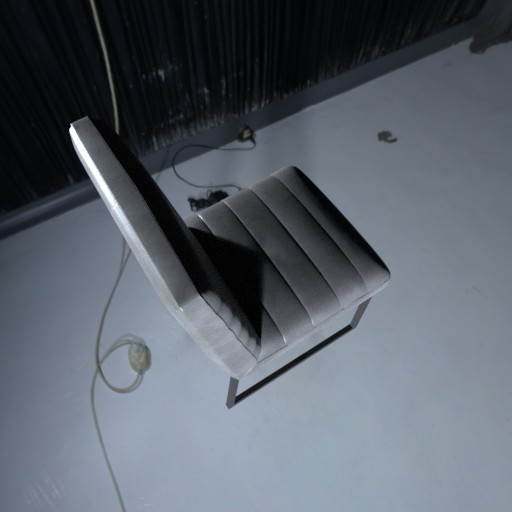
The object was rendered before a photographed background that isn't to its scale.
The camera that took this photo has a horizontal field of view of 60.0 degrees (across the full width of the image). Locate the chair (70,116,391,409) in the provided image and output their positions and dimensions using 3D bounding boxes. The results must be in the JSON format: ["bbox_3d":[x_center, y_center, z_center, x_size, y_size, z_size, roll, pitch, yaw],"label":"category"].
[{"bbox_3d":[0.000,0.000,1.282,0.634,0.930,0.520,-29,63,-16],"label":"chair"}]
